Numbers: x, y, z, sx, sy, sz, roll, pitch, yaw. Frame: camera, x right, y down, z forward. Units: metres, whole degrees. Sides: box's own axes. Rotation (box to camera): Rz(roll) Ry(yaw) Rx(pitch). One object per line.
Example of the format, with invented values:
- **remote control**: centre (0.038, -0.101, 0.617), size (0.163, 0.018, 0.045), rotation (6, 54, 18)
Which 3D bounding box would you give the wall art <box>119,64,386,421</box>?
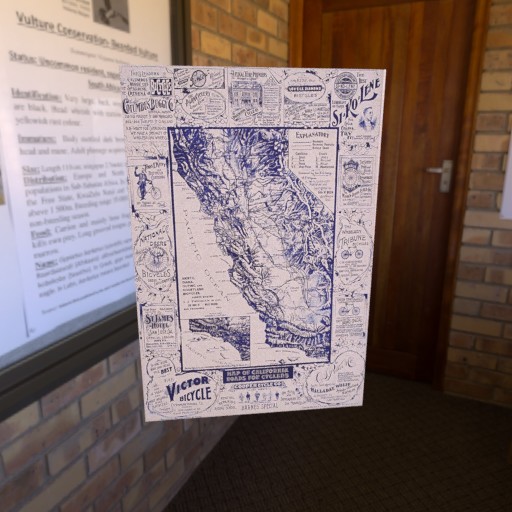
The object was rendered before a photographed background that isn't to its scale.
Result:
- **wall art**: centre (0.000, 0.000, 0.957), size (0.511, 0.753, 0.039), rotation (-2, 15, -7)
